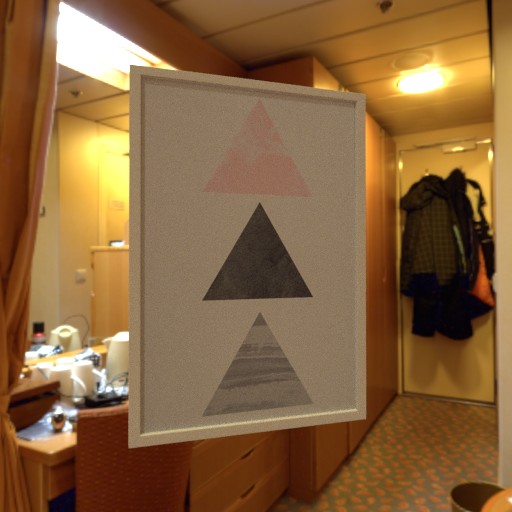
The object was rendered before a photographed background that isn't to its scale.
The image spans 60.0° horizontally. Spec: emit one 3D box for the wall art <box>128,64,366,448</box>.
[{"bbox_3d":[0.000,0.000,0.551,0.303,0.433,0.013,0,0,-18],"label":"wall art"}]
